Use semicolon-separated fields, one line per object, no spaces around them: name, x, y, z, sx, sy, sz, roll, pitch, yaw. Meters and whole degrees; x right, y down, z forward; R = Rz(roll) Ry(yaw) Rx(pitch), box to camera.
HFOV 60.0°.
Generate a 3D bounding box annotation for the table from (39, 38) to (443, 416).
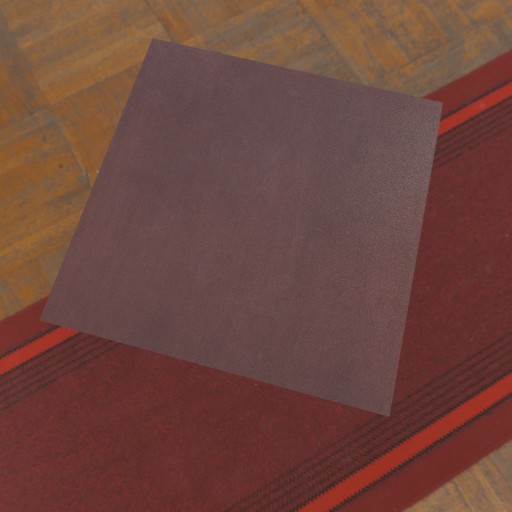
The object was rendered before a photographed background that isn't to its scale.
table;0.000;0.000;1.638;0.861;0.991;0.861;14;74;4
